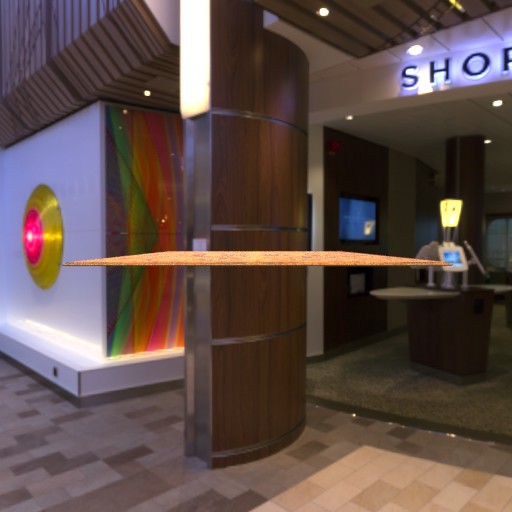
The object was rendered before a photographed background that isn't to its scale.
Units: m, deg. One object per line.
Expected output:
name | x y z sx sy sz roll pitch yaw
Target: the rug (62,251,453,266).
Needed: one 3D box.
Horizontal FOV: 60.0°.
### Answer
rug | 0.000 0.000 3.763 2.043 0.019 2.916 0 2 0
